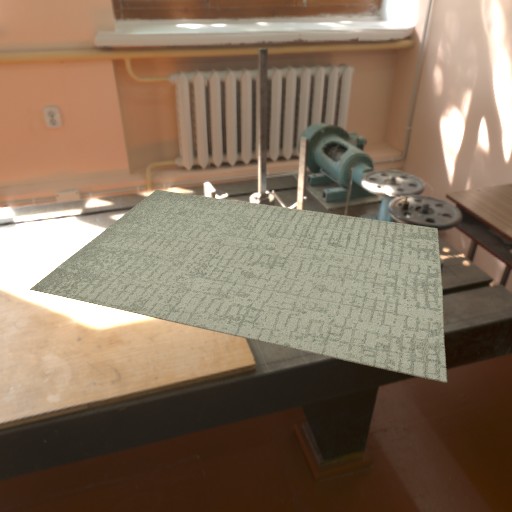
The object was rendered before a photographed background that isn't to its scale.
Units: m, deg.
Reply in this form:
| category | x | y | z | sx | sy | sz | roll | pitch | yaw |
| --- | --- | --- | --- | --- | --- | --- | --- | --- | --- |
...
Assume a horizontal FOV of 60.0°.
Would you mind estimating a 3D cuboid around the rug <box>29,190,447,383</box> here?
| category | x | y | z | sx | sy | sz | roll | pitch | yaw |
| --- | --- | --- | --- | --- | --- | --- | --- | --- | --- |
| rug | 0.000 | 0.000 | 2.307 | 1.827 | 0.007 | 1.211 | 10 | 33 | 15 |
